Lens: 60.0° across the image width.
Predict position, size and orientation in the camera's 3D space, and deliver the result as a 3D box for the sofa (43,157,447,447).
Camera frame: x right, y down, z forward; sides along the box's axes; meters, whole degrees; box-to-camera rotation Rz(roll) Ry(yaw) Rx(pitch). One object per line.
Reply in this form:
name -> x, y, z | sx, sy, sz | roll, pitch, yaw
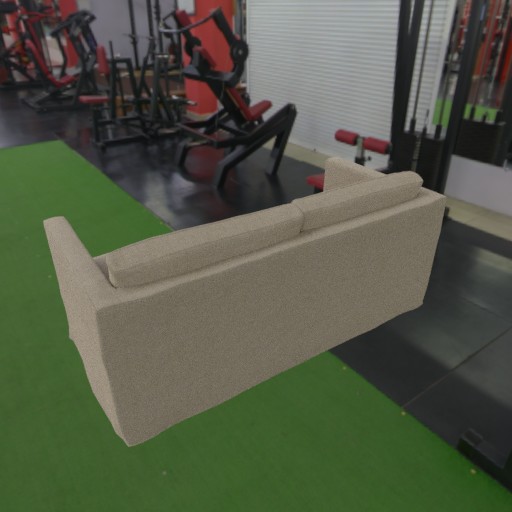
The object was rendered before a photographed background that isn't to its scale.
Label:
sofa -> 0.000, 0.000, 2.475 | 1.987, 0.847, 0.956 | -18, 34, -29
